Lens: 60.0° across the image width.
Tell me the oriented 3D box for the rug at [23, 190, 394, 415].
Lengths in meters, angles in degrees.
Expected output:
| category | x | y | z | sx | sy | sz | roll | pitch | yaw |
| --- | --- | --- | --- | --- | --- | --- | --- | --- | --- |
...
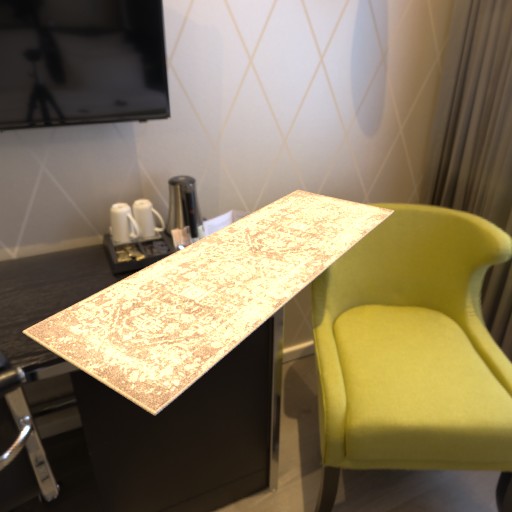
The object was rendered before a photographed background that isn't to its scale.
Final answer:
| category | x | y | z | sx | sy | sz | roll | pitch | yaw |
| --- | --- | --- | --- | --- | --- | --- | --- | --- | --- |
| rug | 0.000 | 0.000 | 2.669 | 0.855 | 0.017 | 2.452 | 18 | 32 | 31 |
